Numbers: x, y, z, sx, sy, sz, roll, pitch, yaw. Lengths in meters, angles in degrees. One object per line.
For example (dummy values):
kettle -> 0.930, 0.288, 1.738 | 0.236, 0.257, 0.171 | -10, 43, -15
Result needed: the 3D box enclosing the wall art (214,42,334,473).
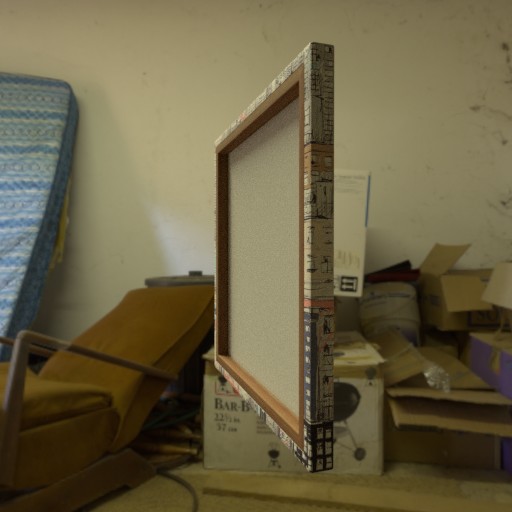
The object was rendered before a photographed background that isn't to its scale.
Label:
wall art -> 0.000, 0.000, 0.914 | 0.038, 0.608, 0.607 | 0, 1, -18
